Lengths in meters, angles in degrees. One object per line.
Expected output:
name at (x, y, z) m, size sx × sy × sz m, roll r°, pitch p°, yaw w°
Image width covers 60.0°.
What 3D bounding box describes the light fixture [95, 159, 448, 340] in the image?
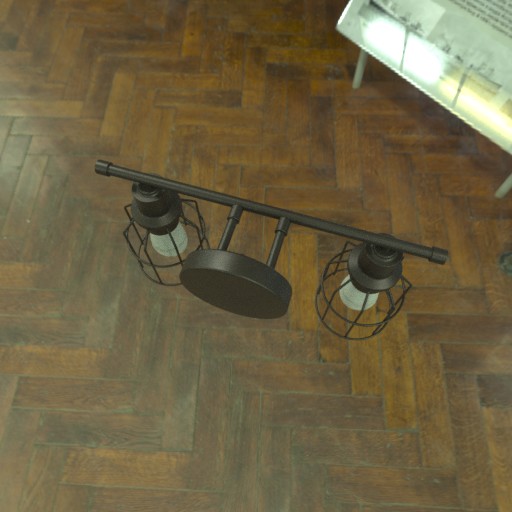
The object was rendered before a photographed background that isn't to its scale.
light fixture at (0.000, 0.000, 0.550) m, size 0.406 × 0.254 × 0.165 m, roll 15°, pitch 65°, yaw 7°
